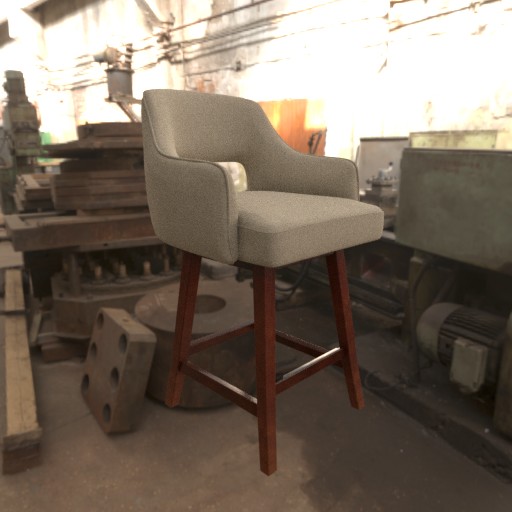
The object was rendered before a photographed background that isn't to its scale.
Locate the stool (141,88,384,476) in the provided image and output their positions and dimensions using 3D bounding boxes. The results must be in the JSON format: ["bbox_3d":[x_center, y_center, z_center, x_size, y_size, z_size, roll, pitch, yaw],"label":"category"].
[{"bbox_3d":[0.000,0.000,1.274,0.550,0.936,0.560,-13,19,-43],"label":"stool"}]
